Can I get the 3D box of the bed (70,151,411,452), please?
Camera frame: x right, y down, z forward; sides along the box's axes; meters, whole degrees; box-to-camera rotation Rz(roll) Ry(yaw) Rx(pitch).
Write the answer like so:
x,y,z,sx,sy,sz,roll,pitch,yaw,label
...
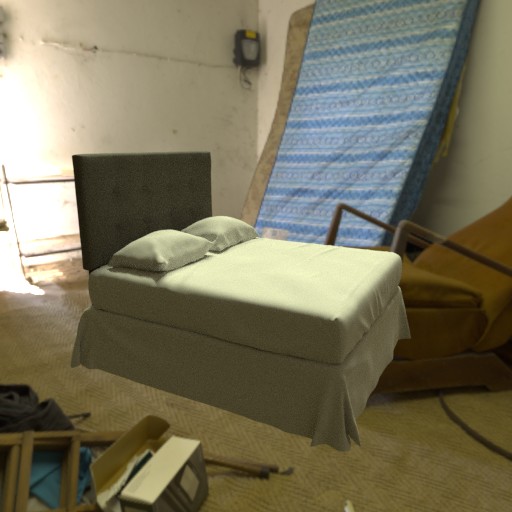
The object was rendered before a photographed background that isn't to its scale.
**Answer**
x,y,z,sx,sy,sz,roll,pitch,yaw,label
0.000,0.000,3.490,2.222,1.577,1.936,8,16,27,bed
